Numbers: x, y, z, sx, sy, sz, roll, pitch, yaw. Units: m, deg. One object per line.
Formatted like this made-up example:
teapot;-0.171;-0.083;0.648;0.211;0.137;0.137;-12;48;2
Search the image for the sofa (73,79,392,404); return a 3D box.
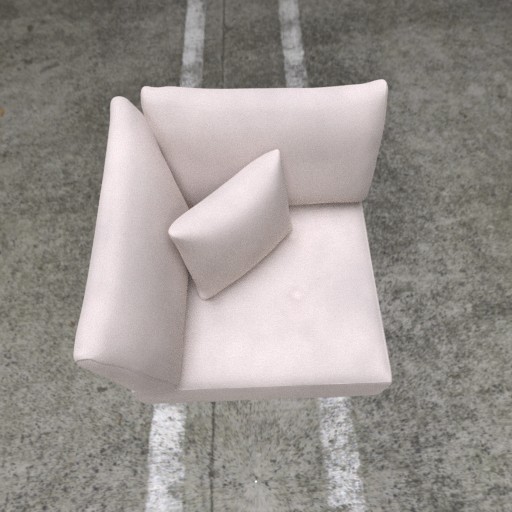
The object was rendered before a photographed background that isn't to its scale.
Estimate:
sofa;0.000;0.000;1.703;1.000;0.820;1.000;-2;63;-1
